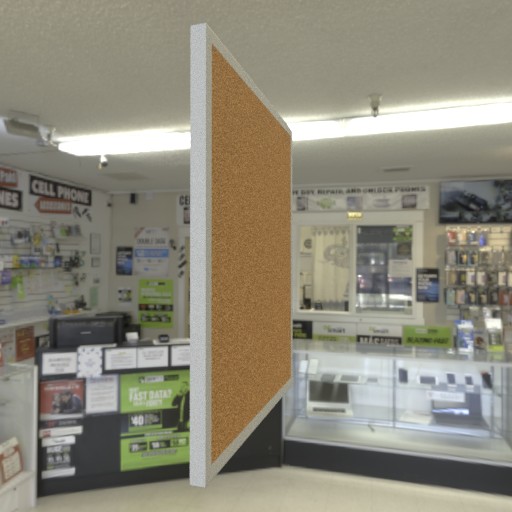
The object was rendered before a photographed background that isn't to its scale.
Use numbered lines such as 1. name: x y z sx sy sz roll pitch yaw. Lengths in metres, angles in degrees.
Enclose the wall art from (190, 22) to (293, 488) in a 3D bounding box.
1. wall art: 0.000 0.000 0.724 0.020 0.536 0.444 0 -1 18
